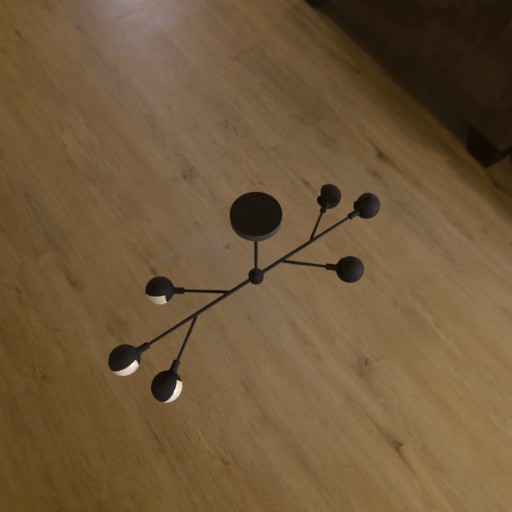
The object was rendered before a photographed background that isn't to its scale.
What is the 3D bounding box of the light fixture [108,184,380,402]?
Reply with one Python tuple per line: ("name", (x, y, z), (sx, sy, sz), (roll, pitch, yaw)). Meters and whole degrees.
("light fixture", (0.000, 0.000, 1.010), (0.778, 0.362, 0.434), (-17, 64, -8))
